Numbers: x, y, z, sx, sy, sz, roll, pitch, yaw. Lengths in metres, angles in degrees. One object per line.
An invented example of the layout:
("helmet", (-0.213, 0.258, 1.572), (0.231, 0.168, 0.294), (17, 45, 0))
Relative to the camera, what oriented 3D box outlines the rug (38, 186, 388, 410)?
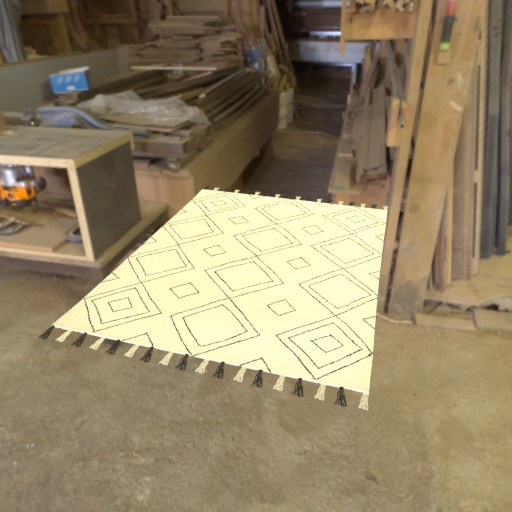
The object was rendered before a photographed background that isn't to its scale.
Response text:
("rug", (0.000, 0.000, 4.259), (2.342, 0.026, 3.221), (8, 31, 14))
